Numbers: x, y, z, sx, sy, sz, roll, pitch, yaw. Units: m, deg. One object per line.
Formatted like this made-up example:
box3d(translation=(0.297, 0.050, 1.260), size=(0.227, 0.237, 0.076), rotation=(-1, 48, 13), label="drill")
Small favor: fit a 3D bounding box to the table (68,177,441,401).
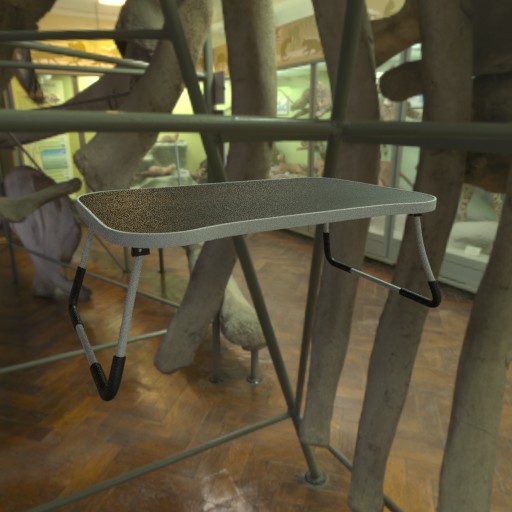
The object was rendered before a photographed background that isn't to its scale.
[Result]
box3d(translation=(0.000, 0.000, 0.854), size=(0.660, 0.232, 0.400), rotation=(-9, 19, -28), label="table")
